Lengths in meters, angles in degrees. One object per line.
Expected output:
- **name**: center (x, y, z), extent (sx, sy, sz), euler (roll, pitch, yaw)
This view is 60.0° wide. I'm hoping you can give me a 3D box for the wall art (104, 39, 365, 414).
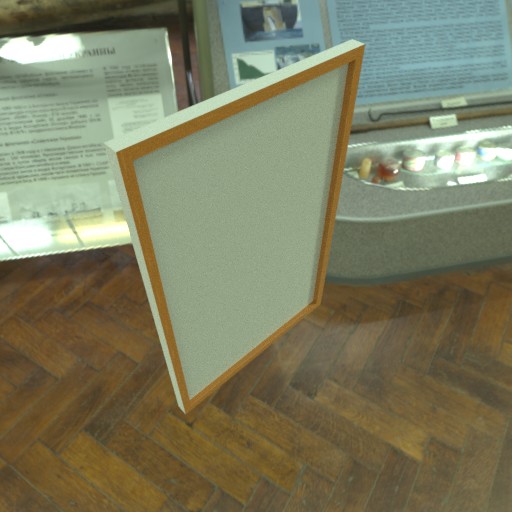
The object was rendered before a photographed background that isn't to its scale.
- **wall art**: center (0.000, 0.000, 0.764), extent (0.405, 0.608, 0.025), euler (-34, 55, -28)
